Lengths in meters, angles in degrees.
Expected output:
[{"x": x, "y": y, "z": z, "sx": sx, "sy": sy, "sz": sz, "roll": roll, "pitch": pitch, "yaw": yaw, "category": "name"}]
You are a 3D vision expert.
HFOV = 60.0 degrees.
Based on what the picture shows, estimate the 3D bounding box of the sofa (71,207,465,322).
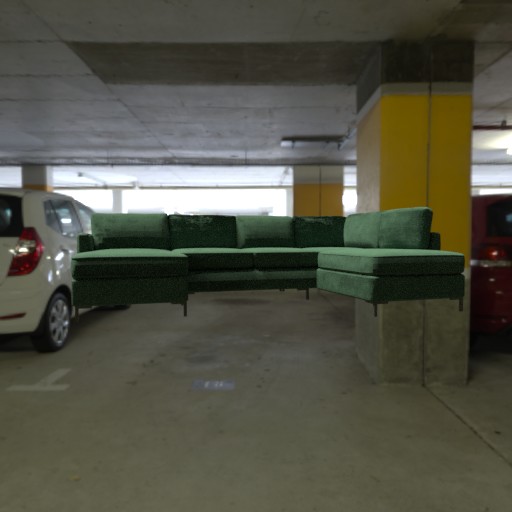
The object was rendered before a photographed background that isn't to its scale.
[{"x": 0.000, "y": 0.000, "z": 4.516, "sx": 3.434, "sy": 0.992, "sz": 2.055, "roll": -1, "pitch": 2, "yaw": -18, "category": "sofa"}]
